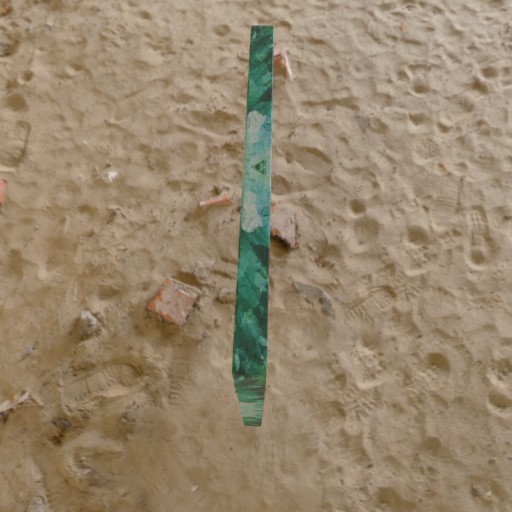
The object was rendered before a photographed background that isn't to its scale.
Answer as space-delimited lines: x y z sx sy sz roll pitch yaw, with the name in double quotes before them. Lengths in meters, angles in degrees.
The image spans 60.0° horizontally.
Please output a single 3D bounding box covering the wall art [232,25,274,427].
"wall art" 0.000 0.000 0.764 0.038 0.508 0.507 2 64 1
